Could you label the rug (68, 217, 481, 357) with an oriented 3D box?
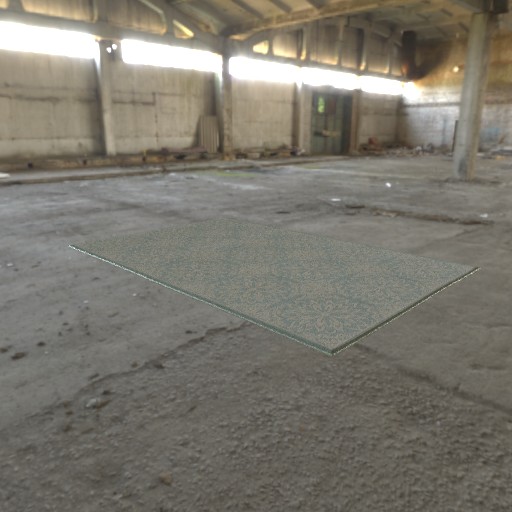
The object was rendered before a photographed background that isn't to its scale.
[{"bbox_3d":[0.000,0.000,2.337,1.840,0.012,1.219,15,22,43],"label":"rug"}]
